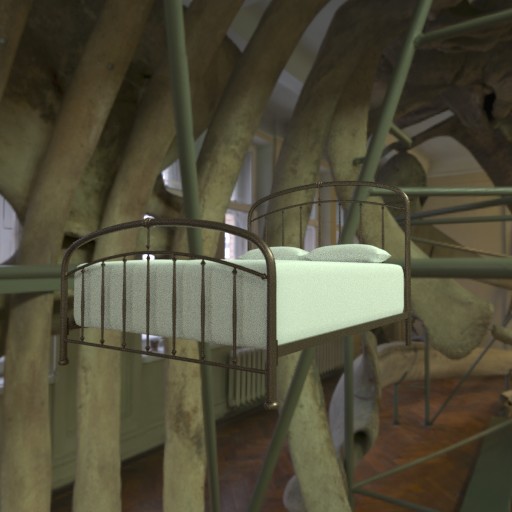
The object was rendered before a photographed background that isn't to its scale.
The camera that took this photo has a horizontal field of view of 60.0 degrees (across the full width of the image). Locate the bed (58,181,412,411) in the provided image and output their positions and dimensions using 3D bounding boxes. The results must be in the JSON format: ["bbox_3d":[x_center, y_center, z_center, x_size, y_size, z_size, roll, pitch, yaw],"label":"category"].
[{"bbox_3d":[0.000,0.000,3.346,1.711,1.475,2.168,-1,-2,35],"label":"bed"}]
